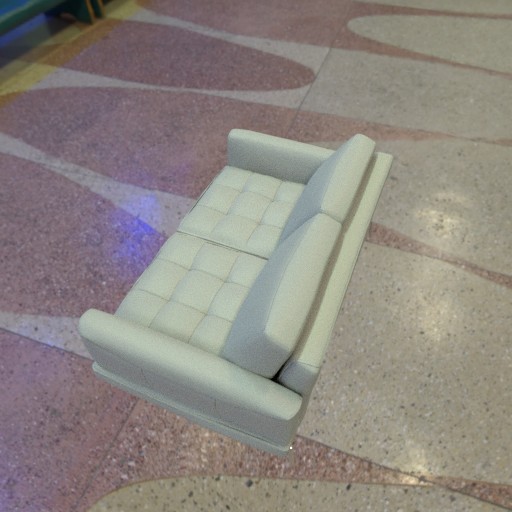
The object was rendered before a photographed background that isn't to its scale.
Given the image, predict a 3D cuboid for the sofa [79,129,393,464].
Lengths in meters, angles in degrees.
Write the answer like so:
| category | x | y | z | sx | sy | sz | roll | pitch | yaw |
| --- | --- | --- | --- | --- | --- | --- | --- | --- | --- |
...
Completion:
| category | x | y | z | sx | sy | sz | roll | pitch | yaw |
| --- | --- | --- | --- | --- | --- | --- | --- | --- | --- |
| sofa | 0.000 | 0.000 | 2.510 | 1.121 | 0.930 | 1.819 | 17 | 51 | 15 |
